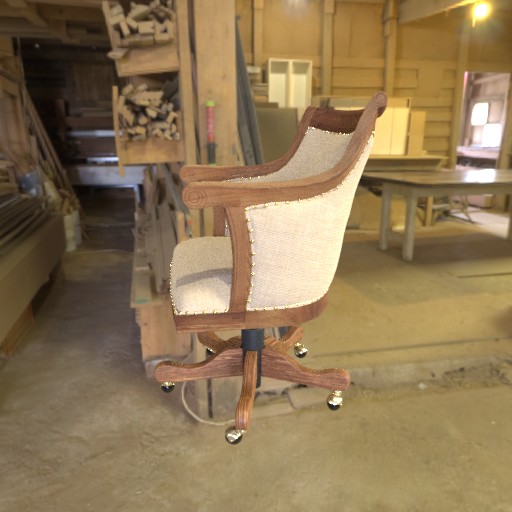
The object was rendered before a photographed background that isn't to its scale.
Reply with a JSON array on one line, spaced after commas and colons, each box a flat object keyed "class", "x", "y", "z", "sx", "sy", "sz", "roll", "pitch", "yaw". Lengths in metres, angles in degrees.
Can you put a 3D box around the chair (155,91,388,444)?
[{"class": "chair", "x": 0.000, "y": 0.000, "z": 1.442, "sx": 0.689, "sy": 0.965, "sz": 0.656, "roll": -3, "pitch": 16, "yaw": -10}]
